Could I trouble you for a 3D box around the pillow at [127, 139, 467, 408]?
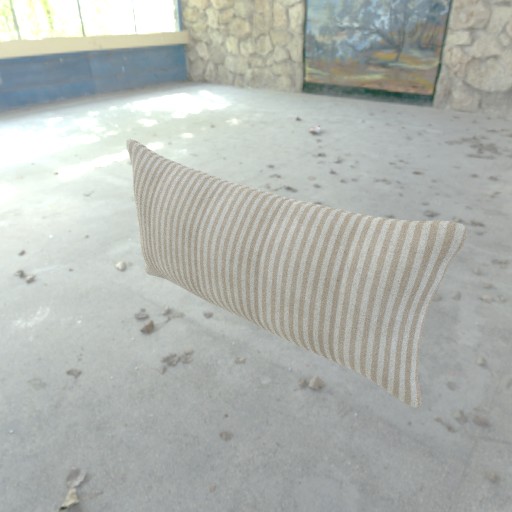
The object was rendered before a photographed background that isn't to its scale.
[{"bbox_3d":[0.000,0.000,0.742,0.617,0.295,0.151,21,36,33],"label":"pillow"}]
